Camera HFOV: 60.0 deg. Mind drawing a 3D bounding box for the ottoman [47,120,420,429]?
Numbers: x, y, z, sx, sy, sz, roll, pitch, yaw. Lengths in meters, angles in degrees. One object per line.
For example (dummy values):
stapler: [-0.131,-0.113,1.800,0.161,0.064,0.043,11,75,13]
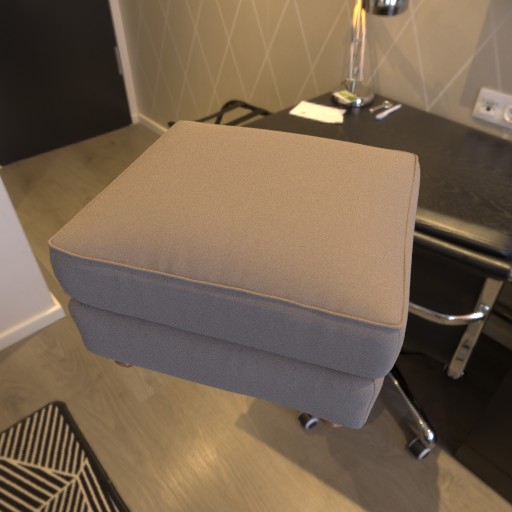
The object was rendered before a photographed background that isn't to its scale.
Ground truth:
ottoman: [0.000,0.000,1.131,0.721,0.505,0.662,12,42,13]
